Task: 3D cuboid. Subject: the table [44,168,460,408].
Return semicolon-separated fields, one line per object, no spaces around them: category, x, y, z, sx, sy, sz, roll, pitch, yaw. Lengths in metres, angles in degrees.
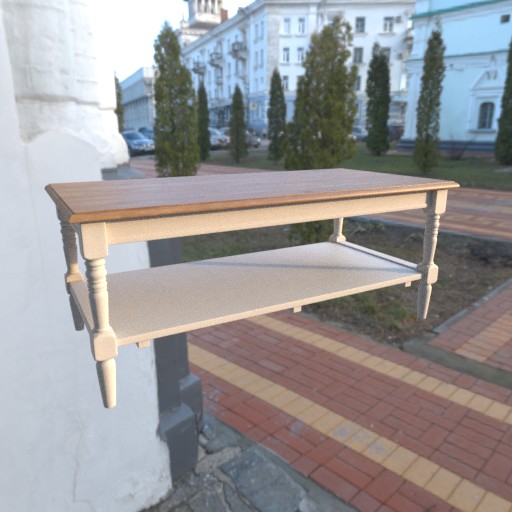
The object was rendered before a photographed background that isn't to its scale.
table;0.000;0.000;1.392;1.118;0.458;0.559;-9;18;-28
